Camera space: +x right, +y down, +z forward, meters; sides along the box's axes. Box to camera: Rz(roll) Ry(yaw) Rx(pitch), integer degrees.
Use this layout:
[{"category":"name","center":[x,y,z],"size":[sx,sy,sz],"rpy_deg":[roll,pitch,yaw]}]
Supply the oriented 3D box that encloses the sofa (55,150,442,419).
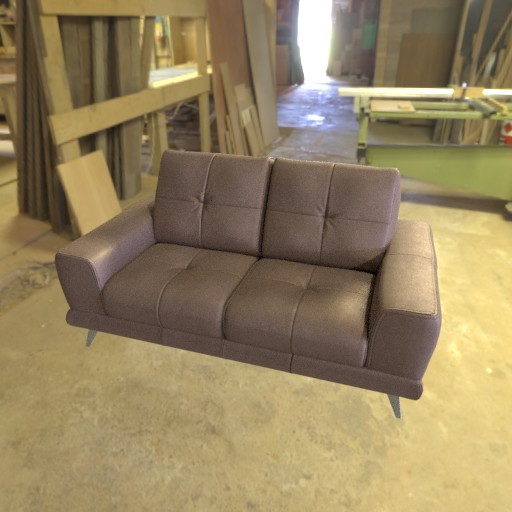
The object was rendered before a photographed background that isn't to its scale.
[{"category":"sofa","center":[0.000,0.000,2.353],"size":[1.806,0.907,1.018],"rpy_deg":[8,28,16]}]
